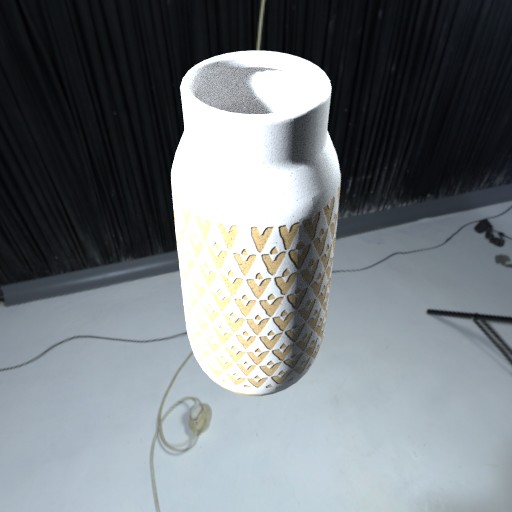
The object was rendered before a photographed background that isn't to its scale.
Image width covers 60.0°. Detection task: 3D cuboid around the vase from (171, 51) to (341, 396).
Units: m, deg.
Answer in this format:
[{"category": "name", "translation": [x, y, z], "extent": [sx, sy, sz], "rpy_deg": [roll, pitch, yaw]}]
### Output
[{"category": "vase", "translation": [0.000, 0.000, 0.377], "extent": [0.137, 0.307, 0.137], "rpy_deg": [0, 47, 0]}]
